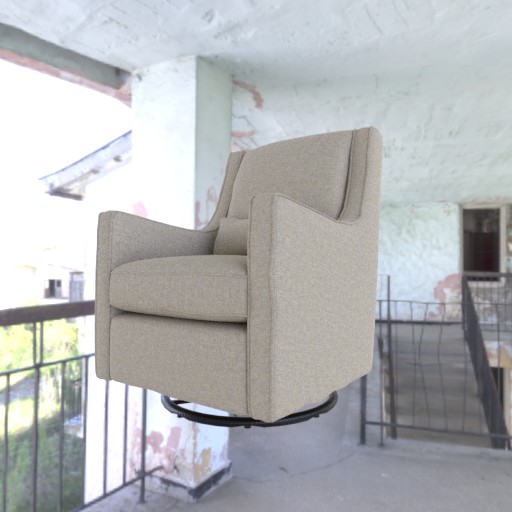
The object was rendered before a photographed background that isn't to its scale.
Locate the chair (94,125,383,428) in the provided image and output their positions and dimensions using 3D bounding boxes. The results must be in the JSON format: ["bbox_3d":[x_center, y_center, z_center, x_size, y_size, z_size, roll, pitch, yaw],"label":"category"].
[{"bbox_3d":[0.000,0.000,1.600,0.732,0.993,0.879,-1,-1,36],"label":"chair"}]
